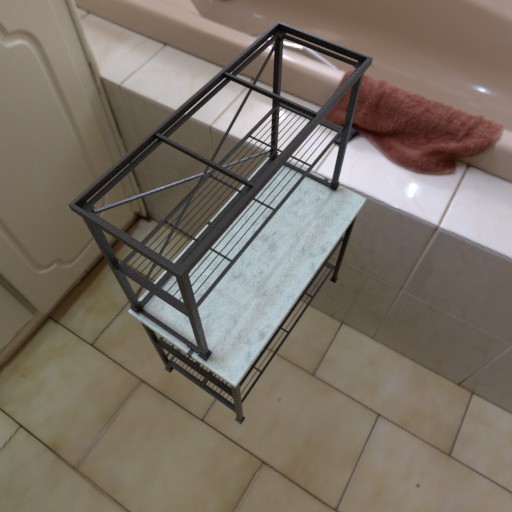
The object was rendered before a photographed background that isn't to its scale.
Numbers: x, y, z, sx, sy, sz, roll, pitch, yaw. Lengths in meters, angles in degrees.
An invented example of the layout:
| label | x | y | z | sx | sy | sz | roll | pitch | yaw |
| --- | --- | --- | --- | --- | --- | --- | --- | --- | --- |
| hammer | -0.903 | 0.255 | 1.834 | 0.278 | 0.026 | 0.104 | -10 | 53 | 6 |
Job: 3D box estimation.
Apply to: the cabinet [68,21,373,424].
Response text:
| label | x | y | z | sx | sy | sz | roll | pitch | yaw |
| --- | --- | --- | --- | --- | --- | --- | --- | --- | --- |
| cabinet | 0.000 | 0.000 | 2.239 | 0.610 | 1.659 | 1.210 | 30 | 63 | 17 |
